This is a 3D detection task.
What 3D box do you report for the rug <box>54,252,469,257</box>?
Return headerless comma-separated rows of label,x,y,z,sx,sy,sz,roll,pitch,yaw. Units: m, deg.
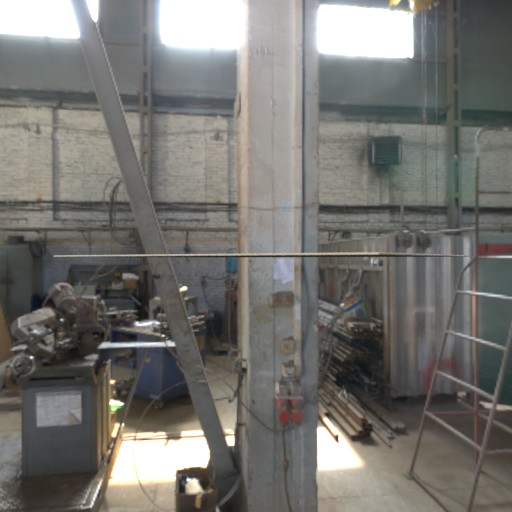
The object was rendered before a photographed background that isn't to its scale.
rug,0.000,0.000,2.342,1.828,0.007,1.220,0,-1,37
